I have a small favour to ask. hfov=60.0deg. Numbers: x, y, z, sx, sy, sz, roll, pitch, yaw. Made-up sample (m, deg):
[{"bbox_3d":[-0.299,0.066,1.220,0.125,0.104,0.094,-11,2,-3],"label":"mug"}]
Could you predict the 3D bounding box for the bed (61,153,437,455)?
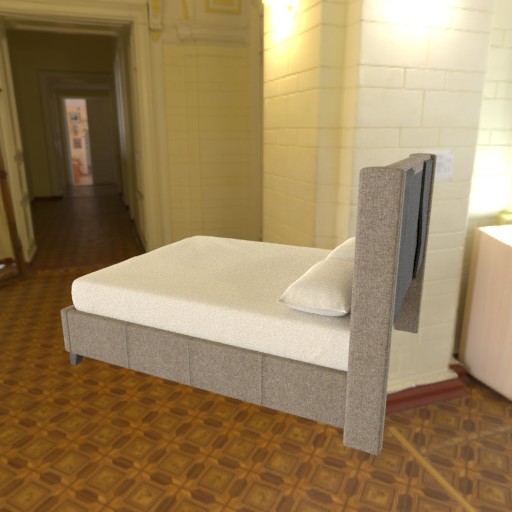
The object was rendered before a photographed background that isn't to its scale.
[{"bbox_3d":[0.000,0.000,3.305,2.245,1.481,1.714,7,17,25],"label":"bed"}]
